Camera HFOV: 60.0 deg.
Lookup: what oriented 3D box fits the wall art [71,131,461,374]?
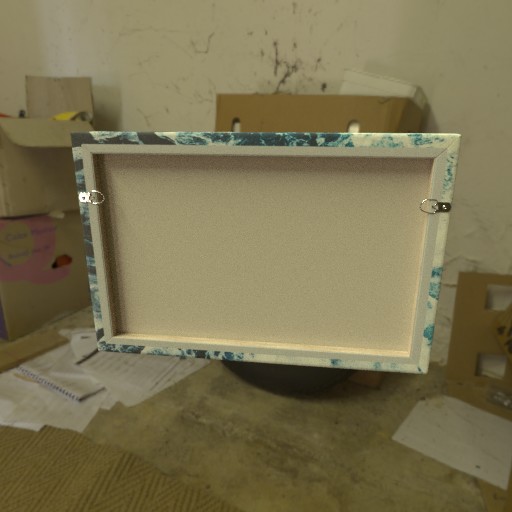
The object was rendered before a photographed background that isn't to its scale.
[{"bbox_3d":[0.000,0.000,1.895,1.524,1.017,0.055,2,19,7],"label":"wall art"}]
